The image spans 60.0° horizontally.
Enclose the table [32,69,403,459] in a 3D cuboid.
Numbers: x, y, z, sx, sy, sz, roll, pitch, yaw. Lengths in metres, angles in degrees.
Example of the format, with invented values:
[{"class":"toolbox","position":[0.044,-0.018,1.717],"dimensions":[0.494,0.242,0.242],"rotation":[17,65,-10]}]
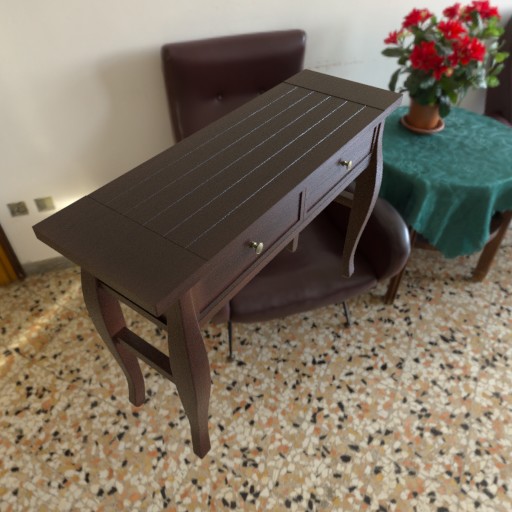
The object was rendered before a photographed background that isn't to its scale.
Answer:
[{"class":"table","position":[0.000,0.000,1.401],"dimensions":[0.373,0.768,1.062],"rotation":[27,49,26]}]
